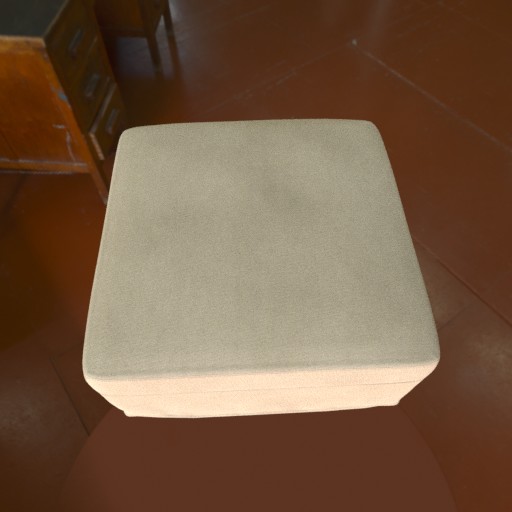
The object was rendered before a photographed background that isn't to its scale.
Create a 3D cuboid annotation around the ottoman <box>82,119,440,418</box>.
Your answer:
[{"bbox_3d":[0.000,0.000,1.349,0.843,0.441,0.842,-2,58,-1],"label":"ottoman"}]
